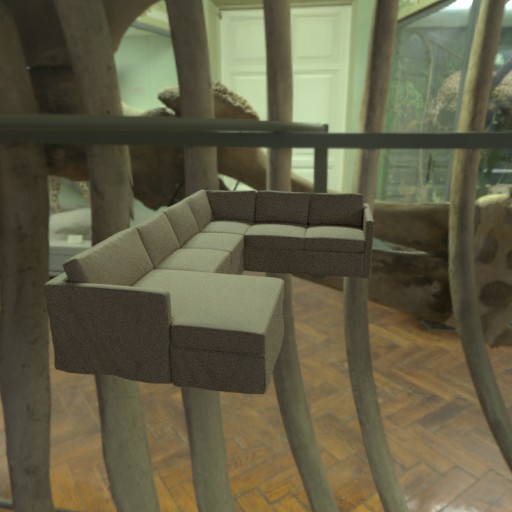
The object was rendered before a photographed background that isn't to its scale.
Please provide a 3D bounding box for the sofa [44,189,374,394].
[{"bbox_3d":[0.000,0.000,4.616,2.476,0.878,3.528,3,18,10],"label":"sofa"}]
